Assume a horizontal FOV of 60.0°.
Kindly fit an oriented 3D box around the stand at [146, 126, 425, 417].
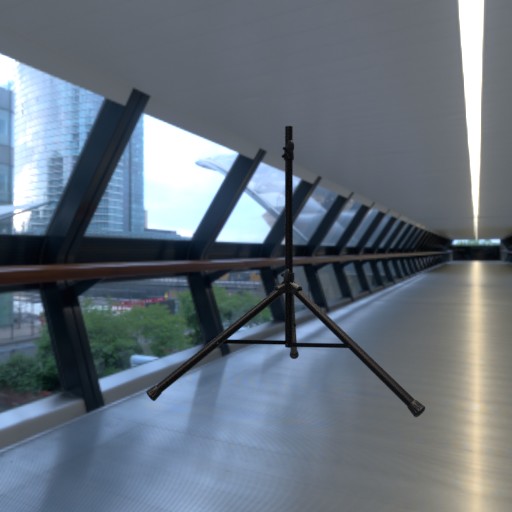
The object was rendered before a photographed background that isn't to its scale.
[{"bbox_3d":[0.000,0.000,1.886,0.907,1.136,1.045,0,-1,-19],"label":"stand"}]
